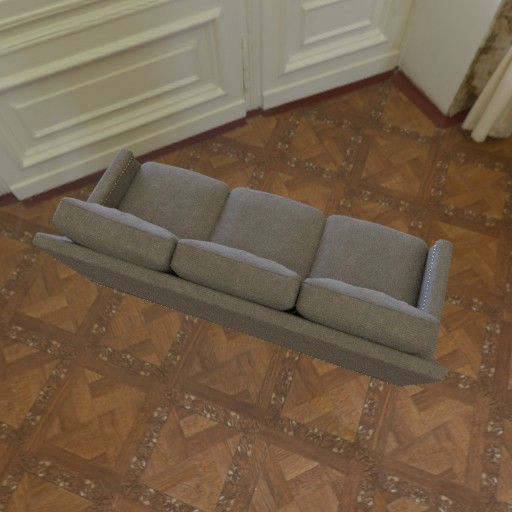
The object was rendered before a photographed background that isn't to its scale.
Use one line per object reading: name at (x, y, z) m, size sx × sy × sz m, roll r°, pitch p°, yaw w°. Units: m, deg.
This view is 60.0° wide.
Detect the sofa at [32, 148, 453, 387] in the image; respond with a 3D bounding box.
sofa at (0.000, 0.000, 2.764) m, size 2.226 × 1.042 × 1.034 m, roll 17°, pitch 64°, yaw 9°
